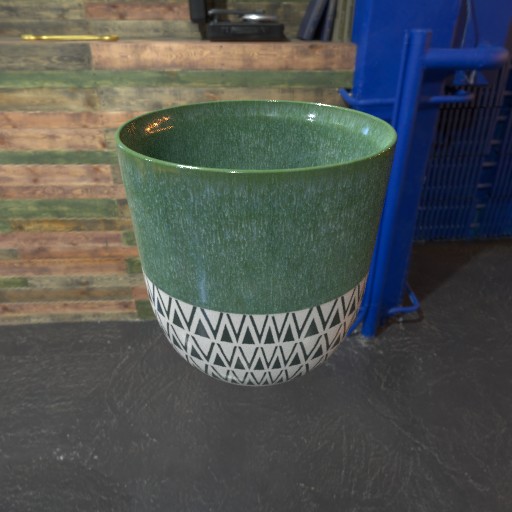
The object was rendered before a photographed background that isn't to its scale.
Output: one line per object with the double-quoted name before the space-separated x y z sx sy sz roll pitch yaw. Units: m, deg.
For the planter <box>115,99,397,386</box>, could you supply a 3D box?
"planter" 0.000 0.000 0.369 0.195 0.214 0.195 0 30 0
